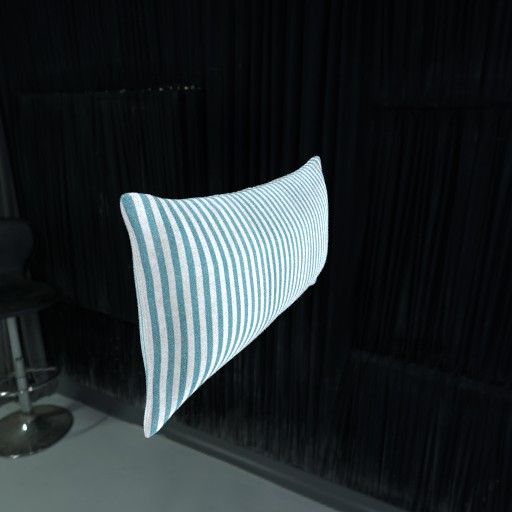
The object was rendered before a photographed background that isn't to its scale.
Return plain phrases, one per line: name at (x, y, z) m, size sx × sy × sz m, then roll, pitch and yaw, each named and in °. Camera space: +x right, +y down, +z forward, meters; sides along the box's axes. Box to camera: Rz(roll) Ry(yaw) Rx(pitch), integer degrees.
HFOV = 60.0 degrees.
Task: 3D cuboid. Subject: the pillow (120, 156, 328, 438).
pillow at (0.000, 0.000, 0.751) m, size 0.151 × 0.295 × 0.617 m, roll 8°, pitch 19°, yaw 25°
